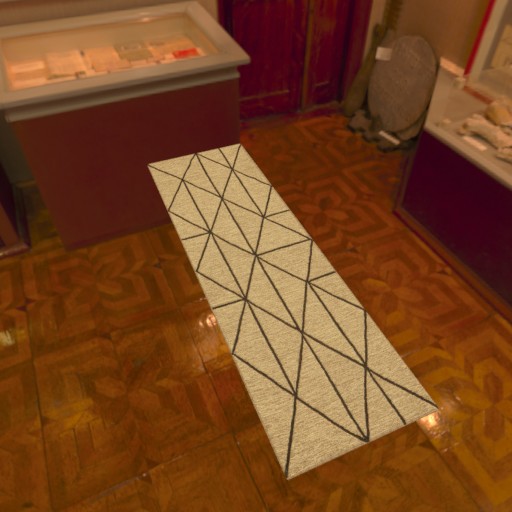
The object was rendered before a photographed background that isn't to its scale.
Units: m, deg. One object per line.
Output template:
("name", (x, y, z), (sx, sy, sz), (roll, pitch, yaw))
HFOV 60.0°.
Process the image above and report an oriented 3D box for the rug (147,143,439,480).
("rug", (0.000, 0.000, 2.680), (0.762, 0.012, 2.438), (-17, 48, -16))
